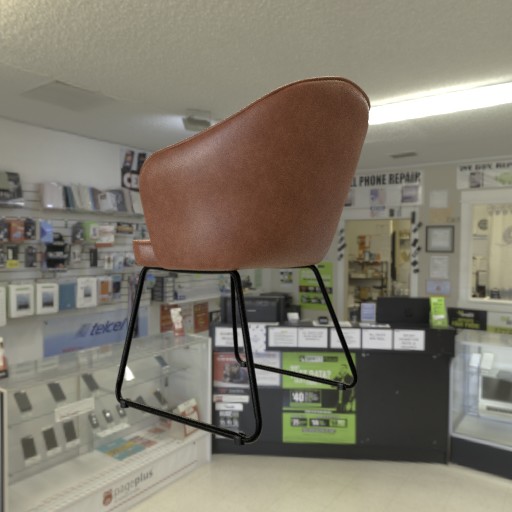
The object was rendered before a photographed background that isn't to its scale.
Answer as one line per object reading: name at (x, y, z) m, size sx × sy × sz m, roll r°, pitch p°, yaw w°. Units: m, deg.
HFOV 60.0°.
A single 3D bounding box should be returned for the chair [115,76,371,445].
chair at (0.000, 0.000, 1.186) m, size 0.580 × 0.785 × 0.582 m, roll 1°, pitch 2°, yaw 38°
